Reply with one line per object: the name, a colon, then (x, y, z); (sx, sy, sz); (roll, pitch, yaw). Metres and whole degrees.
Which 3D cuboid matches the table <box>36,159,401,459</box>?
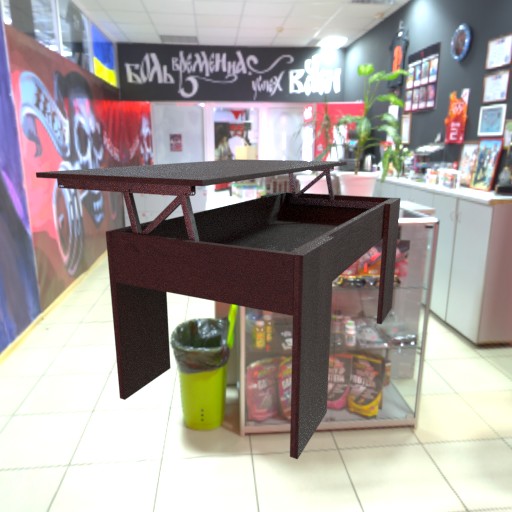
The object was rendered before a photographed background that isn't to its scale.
table: (0.000, 0.000, 1.438); (0.711, 0.570, 1.000); (7, 16, 27)
